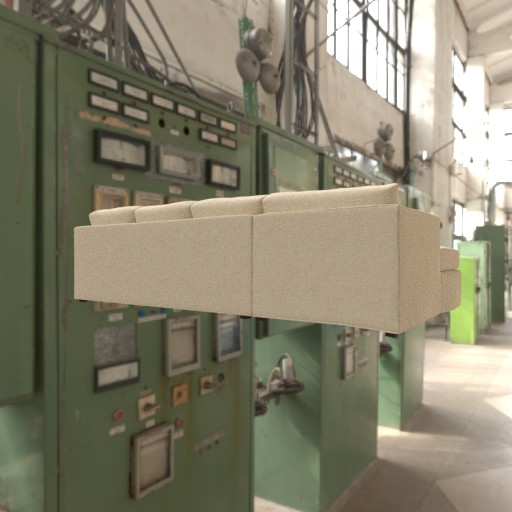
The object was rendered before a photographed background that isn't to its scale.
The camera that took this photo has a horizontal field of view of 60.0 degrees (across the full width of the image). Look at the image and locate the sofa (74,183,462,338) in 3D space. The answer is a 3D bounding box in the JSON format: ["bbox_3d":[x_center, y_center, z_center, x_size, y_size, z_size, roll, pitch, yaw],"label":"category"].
[{"bbox_3d":[0.000,0.000,4.030,3.205,0.922,1.650,0,0,36],"label":"sofa"}]
